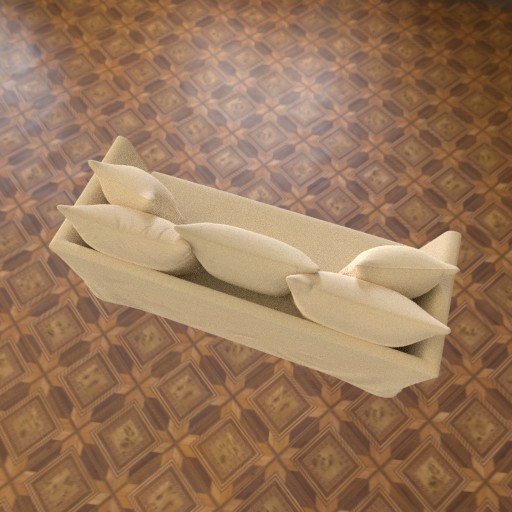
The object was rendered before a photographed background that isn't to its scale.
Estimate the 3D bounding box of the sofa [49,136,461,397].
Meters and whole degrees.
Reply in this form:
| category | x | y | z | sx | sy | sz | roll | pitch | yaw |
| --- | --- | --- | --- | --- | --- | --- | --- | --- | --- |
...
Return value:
| category | x | y | z | sx | sy | sz | roll | pitch | yaw |
| --- | --- | --- | --- | --- | --- | --- | --- | --- | --- |
| sofa | 0.000 | 0.000 | 3.037 | 2.484 | 1.042 | 1.030 | 17 | 65 | 9 |
